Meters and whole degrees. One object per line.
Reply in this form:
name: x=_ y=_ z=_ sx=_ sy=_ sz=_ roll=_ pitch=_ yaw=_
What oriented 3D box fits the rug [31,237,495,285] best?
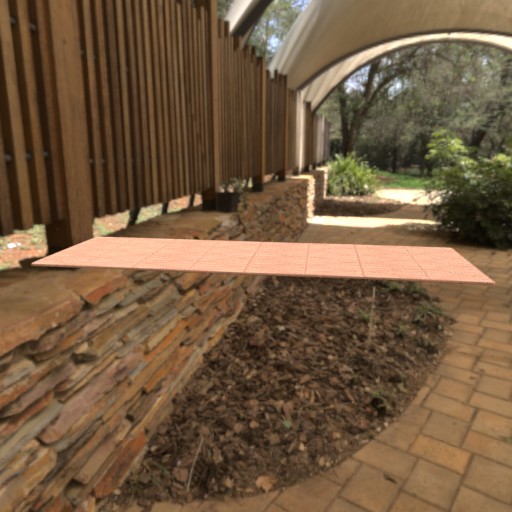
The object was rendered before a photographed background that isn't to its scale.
rug: x=0.000 y=0.000 z=2.651 sx=2.435 sy=0.015 sz=0.760 roll=2 pitch=14 yaw=8
